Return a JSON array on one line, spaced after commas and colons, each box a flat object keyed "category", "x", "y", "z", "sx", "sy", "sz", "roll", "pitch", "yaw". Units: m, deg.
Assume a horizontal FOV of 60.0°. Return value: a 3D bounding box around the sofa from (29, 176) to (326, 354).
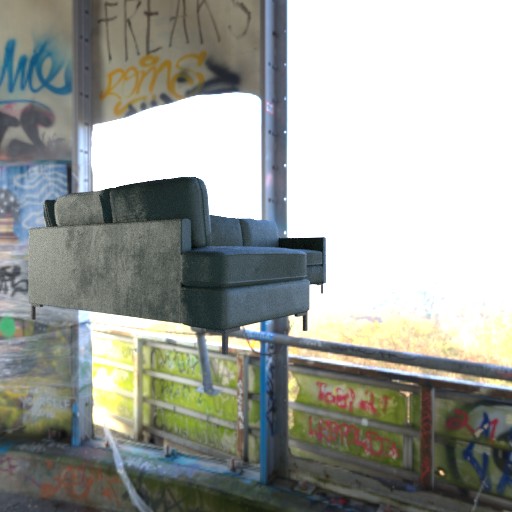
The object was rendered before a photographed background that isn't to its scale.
[{"category": "sofa", "x": 0.000, "y": 0.000, "z": 4.233, "sx": 2.048, "sy": 0.996, "sz": 3.384, "roll": 0, "pitch": 1, "yaw": 36}]
